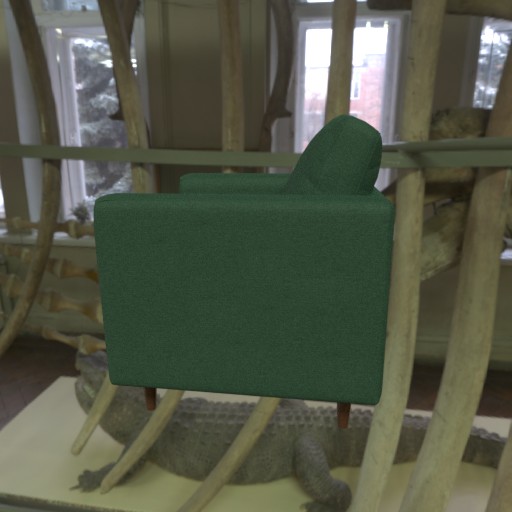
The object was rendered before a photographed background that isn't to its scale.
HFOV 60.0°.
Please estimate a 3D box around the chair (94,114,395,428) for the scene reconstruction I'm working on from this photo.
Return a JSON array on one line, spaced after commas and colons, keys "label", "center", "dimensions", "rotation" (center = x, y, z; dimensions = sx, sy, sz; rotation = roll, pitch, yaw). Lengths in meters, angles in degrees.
[{"label": "chair", "center": [0.000, 0.000, 1.549], "dimensions": [0.800, 0.927, 0.855], "rotation": [2, 15, 8]}]
